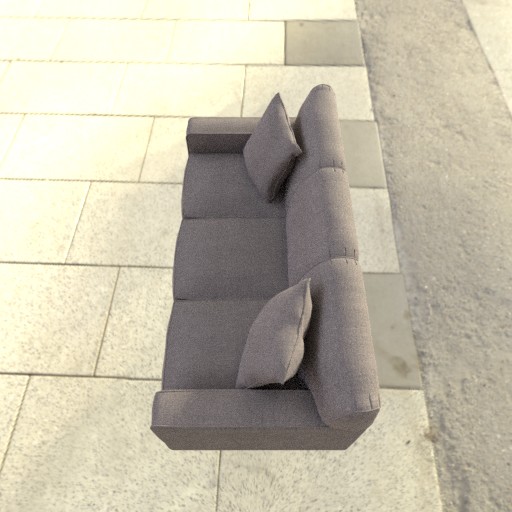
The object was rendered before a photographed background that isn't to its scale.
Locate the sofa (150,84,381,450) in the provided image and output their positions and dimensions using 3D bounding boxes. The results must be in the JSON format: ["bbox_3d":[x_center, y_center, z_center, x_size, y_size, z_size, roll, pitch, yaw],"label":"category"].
[{"bbox_3d":[0.000,0.000,2.589,0.997,0.958,2.024,0,57,0],"label":"sofa"}]
